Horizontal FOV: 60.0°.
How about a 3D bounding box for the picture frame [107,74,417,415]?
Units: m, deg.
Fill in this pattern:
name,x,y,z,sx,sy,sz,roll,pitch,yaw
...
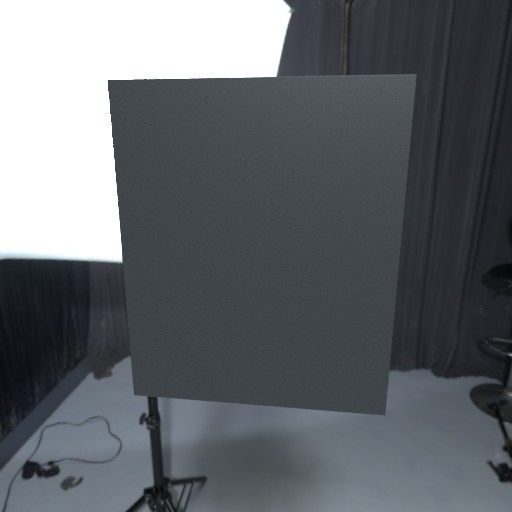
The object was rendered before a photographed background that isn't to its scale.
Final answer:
name,x,y,z,sx,sy,sz,roll,pitch,yaw
picture frame,0.000,0.000,0.742,0.460,0.556,0.028,2,16,7
